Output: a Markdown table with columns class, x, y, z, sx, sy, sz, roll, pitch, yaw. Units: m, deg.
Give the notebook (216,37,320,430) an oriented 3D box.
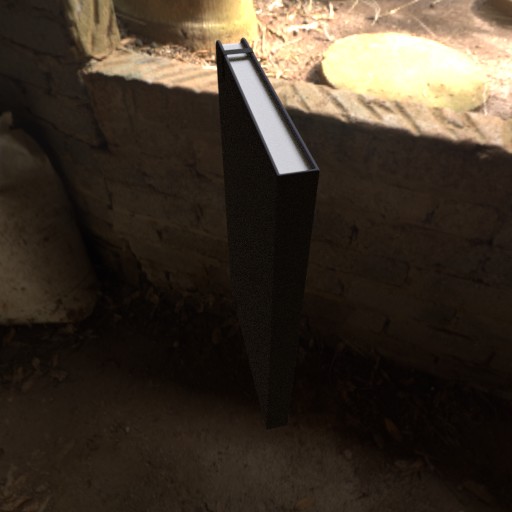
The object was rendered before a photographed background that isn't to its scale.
| class | x | y | z | sx | sy | sz | roll | pitch | yaw |
| --- | --- | --- | --- | --- | --- | --- | --- | --- | --- |
| notebook | 0.000 | 0.000 | 0.269 | 0.016 | 0.213 | 0.127 | -10 | 47 | -9 |
